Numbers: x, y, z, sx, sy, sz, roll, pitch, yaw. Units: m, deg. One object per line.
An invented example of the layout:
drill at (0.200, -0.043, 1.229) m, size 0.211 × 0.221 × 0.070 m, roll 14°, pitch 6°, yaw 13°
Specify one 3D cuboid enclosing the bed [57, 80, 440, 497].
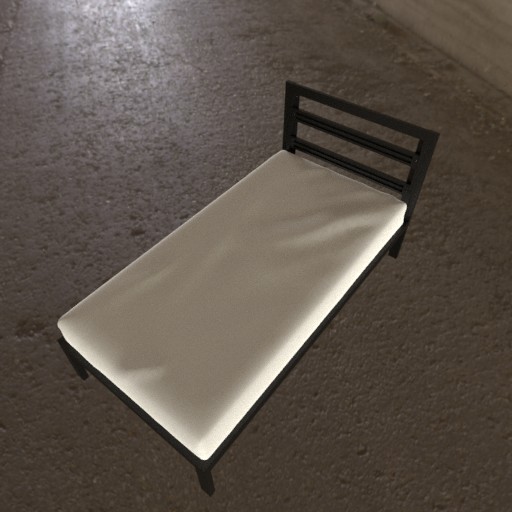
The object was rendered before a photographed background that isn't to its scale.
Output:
bed at (0.000, 0.000, 2.409) m, size 0.991 × 0.967 × 1.930 m, roll 30°, pitch 54°, yaw 25°
